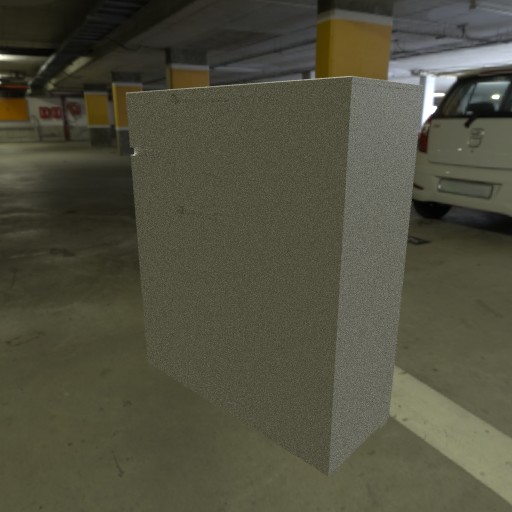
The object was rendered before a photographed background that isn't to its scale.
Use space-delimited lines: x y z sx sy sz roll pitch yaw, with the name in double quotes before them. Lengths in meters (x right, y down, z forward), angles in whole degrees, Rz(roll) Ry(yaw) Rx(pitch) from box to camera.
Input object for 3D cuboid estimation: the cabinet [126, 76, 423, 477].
"cabinet" 0.000 0.000 1.690 1.000 1.190 0.400 15 23 41
